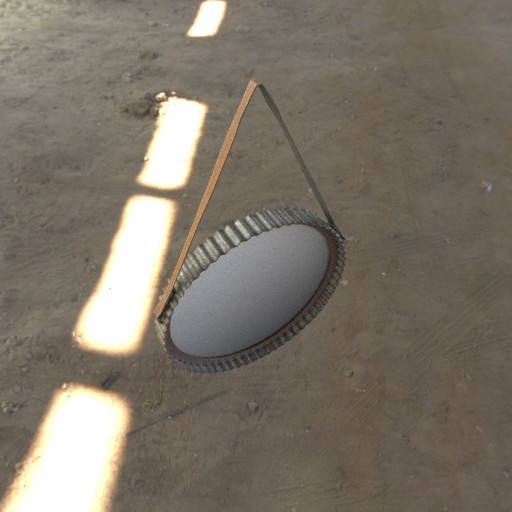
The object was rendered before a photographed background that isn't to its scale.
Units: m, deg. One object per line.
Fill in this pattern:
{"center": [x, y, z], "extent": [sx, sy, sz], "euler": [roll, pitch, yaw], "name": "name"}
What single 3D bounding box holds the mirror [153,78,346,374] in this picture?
{"center": [0.000, 0.000, 0.696], "extent": [0.355, 0.568, 0.042], "euler": [-23, 51, -20], "name": "mirror"}
